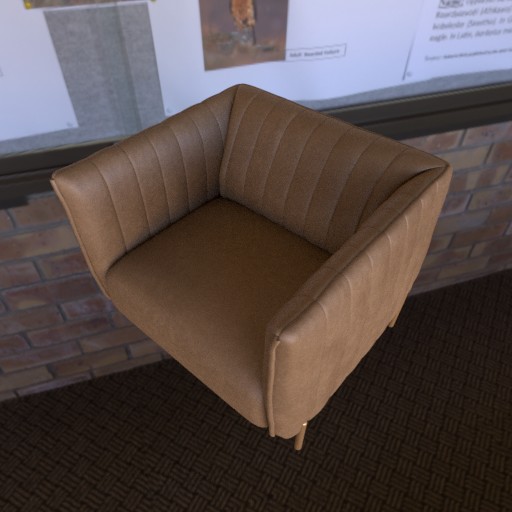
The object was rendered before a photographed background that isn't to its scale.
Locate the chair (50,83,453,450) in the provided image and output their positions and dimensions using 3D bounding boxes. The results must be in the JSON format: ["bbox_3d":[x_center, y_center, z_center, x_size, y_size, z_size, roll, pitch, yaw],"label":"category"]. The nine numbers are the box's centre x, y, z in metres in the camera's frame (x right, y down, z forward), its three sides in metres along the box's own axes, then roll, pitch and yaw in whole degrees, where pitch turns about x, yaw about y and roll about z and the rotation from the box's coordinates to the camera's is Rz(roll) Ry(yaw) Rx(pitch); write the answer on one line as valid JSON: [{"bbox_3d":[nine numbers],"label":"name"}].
[{"bbox_3d":[0.000,0.000,1.611,0.981,0.779,0.876,32,53,27],"label":"chair"}]
